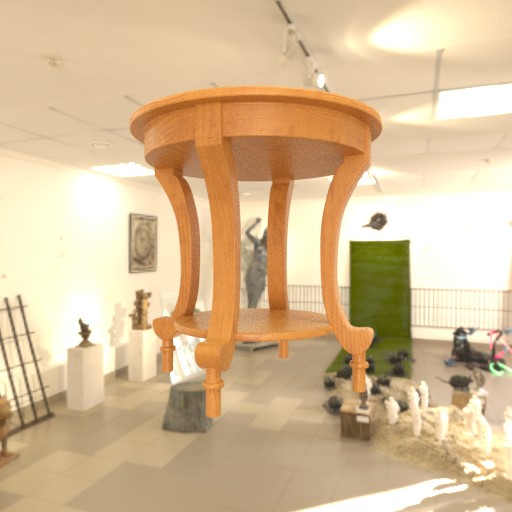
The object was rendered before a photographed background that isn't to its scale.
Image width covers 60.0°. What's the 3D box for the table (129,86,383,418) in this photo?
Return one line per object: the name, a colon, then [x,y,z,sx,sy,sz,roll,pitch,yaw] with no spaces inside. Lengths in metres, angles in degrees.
table: [0.000,0.000,1.089,0.597,0.612,0.597,0,1,0]
